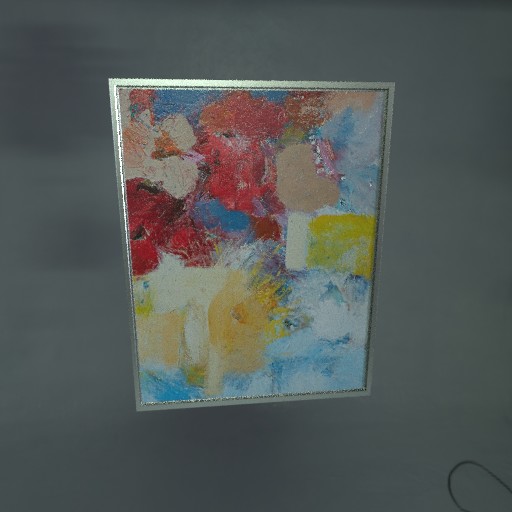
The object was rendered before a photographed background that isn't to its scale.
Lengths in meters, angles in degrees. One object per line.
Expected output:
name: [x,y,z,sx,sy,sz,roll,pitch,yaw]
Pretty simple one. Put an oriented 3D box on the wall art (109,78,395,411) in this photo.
wall art: [0.000,0.000,0.772,0.444,0.569,0.025,-2,16,-6]
